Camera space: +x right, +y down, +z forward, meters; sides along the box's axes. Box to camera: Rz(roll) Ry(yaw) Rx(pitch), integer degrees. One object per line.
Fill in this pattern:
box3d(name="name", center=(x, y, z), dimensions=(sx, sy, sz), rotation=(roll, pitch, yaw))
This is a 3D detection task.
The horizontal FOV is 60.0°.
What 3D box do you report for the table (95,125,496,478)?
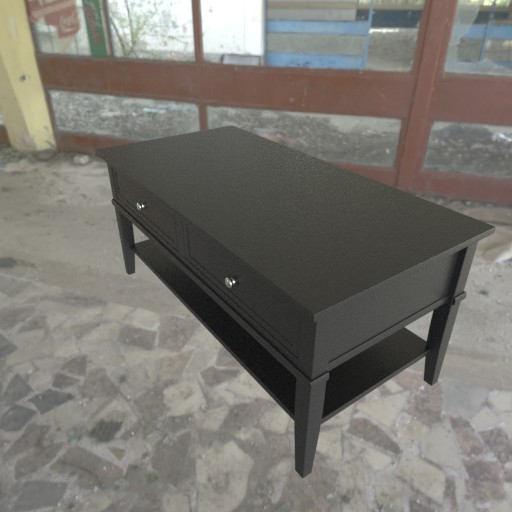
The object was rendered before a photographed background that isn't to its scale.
box3d(name="table", center=(0.000, 0.000, 1.305), dimensions=(0.523, 0.470, 1.044), rotation=(-20, 36, -30))
